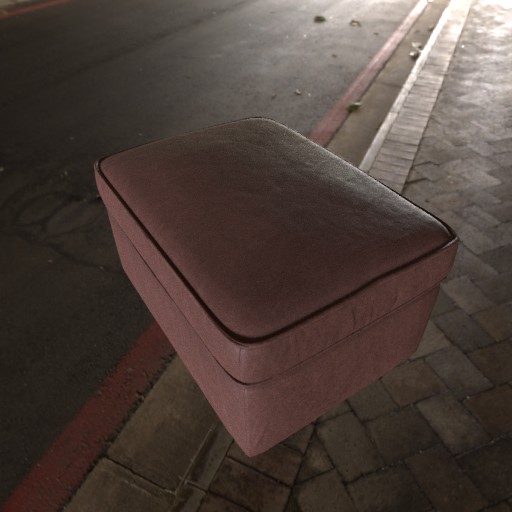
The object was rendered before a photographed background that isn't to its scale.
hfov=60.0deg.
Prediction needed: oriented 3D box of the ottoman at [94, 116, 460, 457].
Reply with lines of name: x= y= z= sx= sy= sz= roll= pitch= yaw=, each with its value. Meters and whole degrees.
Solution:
ottoman: x=0.000 y=0.000 z=1.117 sx=0.548 sy=0.449 sz=0.749 roll=-23 pitch=45 yaw=-25
